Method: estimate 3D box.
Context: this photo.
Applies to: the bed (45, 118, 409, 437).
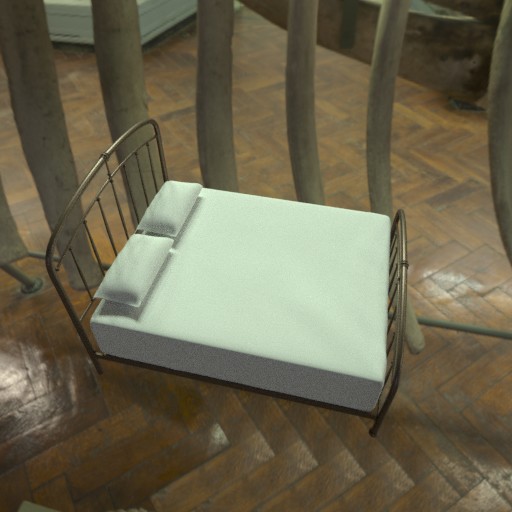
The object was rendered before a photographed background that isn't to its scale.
[{"bbox_3d":[0.000,0.000,3.341,2.168,1.475,1.711,10,47,9],"label":"bed"}]
